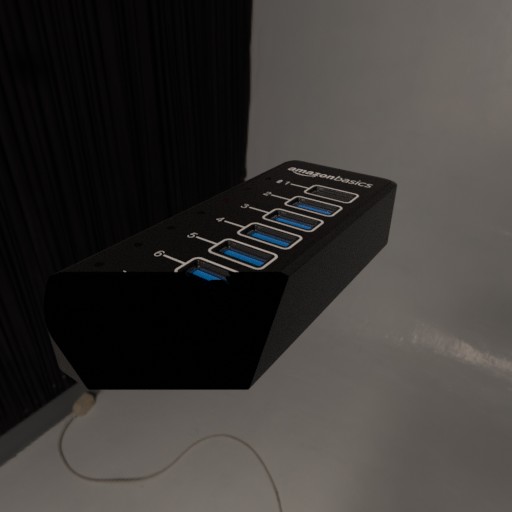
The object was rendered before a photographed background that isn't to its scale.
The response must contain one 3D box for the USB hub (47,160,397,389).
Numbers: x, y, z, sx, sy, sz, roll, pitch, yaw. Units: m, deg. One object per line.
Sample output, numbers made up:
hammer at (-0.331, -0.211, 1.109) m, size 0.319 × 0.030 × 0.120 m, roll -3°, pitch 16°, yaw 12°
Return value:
USB hub at (0.000, 0.000, 0.129) m, size 0.044 × 0.023 × 0.110 m, roll 20°, pitch 35°, yaw 30°
